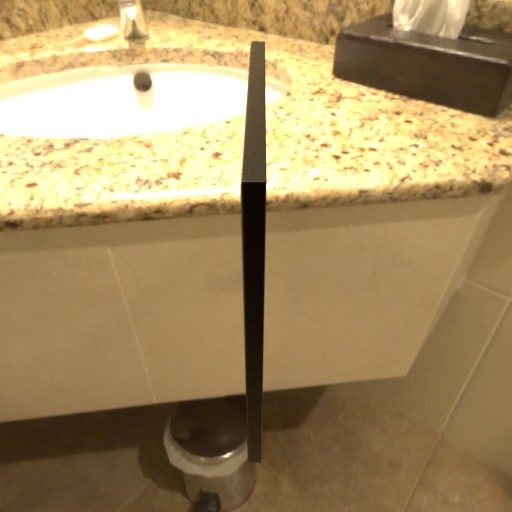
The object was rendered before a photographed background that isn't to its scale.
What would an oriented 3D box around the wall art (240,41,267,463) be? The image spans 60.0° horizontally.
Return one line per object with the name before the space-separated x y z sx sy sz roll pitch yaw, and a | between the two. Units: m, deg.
wall art | 0.000 0.000 1.602 0.053 1.194 0.950 0 41 1
